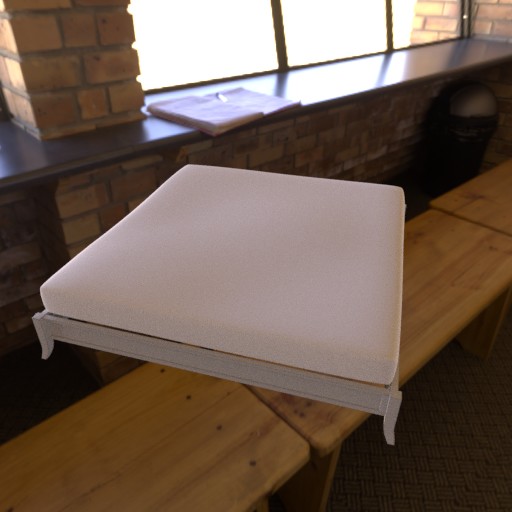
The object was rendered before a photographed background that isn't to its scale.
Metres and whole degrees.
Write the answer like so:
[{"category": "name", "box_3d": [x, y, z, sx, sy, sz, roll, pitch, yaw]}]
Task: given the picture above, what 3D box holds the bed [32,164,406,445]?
[{"category": "bed", "box_3d": [0.000, 0.000, 3.085, 2.007, 0.510, 2.108, 9, 34, 14]}]
